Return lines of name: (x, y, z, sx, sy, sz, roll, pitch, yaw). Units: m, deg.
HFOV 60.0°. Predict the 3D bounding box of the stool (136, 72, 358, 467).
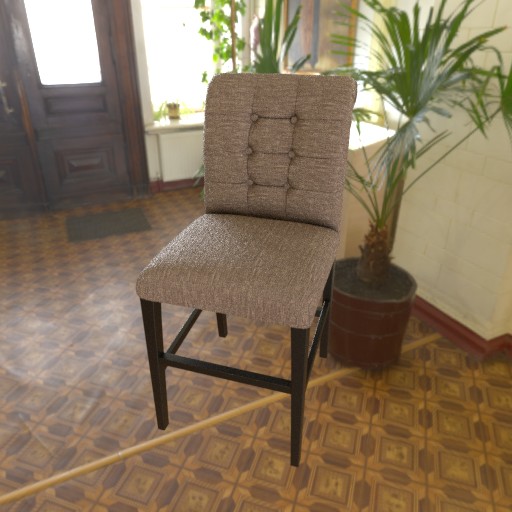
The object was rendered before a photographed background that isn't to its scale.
stool: (0.000, 0.000, 1.321, 0.457, 0.970, 0.611, 8, 28, 16)
